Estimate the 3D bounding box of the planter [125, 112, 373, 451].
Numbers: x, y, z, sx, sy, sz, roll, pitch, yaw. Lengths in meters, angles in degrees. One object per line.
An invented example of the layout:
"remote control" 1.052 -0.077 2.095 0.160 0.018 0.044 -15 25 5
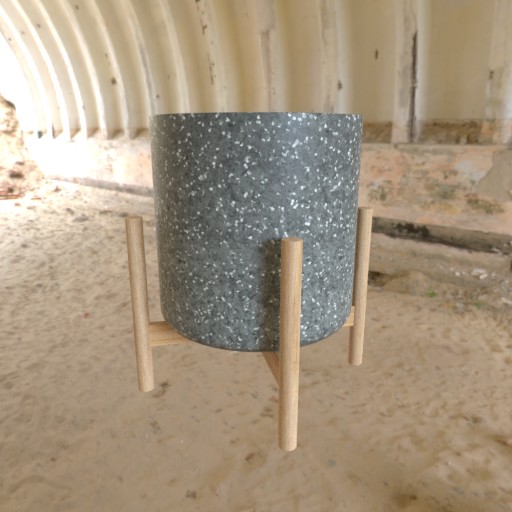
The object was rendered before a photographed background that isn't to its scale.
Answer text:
"planter" 0.000 0.000 0.698 0.360 0.419 0.360 3 16 9
